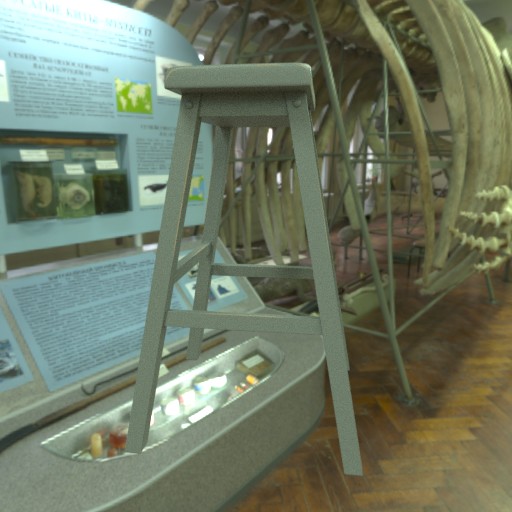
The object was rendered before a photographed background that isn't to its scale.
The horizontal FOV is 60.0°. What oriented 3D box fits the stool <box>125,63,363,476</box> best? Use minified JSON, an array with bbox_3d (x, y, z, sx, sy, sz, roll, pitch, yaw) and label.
[{"bbox_3d":[0.000,0.000,1.010,0.476,0.737,0.457,2,13,8],"label":"stool"}]
